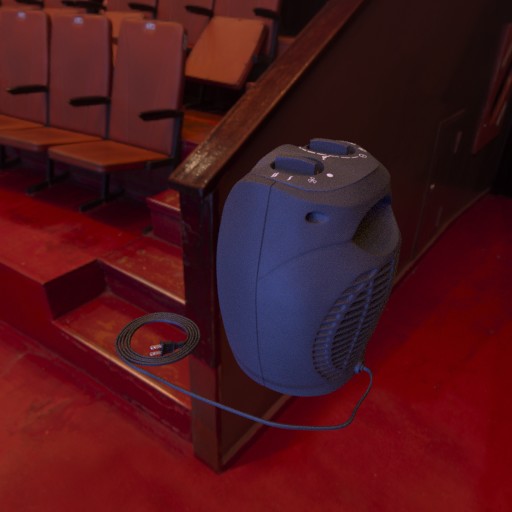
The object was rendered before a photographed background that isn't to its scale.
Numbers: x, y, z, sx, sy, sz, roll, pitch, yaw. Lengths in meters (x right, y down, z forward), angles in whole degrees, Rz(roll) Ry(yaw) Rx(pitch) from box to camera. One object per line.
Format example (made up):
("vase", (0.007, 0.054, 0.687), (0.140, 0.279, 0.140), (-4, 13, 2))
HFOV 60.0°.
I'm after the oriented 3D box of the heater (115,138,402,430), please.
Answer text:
("heater", (0.000, 0.000, 0.474), (0.291, 0.240, 0.239), (20, 36, 30))
